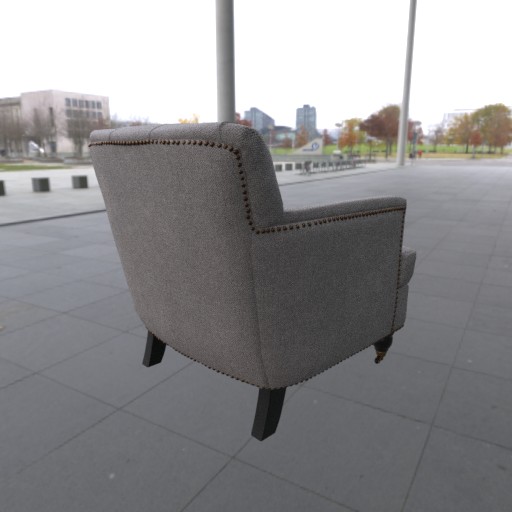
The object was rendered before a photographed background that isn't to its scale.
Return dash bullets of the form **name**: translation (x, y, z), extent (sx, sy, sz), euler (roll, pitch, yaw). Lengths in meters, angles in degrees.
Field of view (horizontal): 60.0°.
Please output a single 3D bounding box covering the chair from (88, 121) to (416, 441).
- **chair**: translation (0.000, 0.000, 1.497), extent (0.902, 0.823, 0.737), euler (-13, 19, -43)
